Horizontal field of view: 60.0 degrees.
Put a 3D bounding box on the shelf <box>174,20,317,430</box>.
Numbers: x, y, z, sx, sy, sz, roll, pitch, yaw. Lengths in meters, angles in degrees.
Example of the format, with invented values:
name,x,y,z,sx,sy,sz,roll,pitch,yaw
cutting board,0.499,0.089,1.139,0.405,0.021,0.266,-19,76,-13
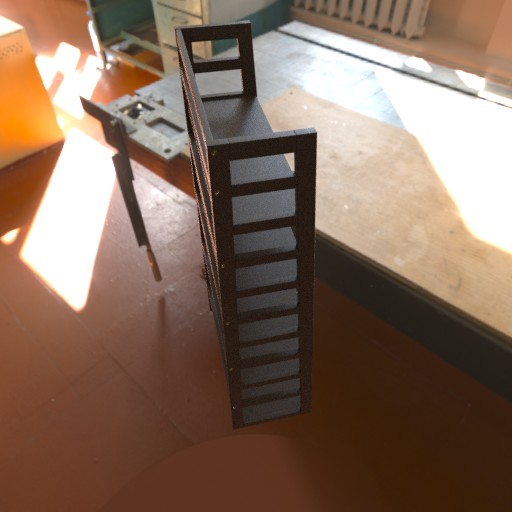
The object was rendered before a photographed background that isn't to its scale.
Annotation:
name,x,y,z,sx,sy,sz,roll,pitch,yaw
shelf,0.000,0.000,1.876,0.403,1.600,0.763,-9,47,-9
